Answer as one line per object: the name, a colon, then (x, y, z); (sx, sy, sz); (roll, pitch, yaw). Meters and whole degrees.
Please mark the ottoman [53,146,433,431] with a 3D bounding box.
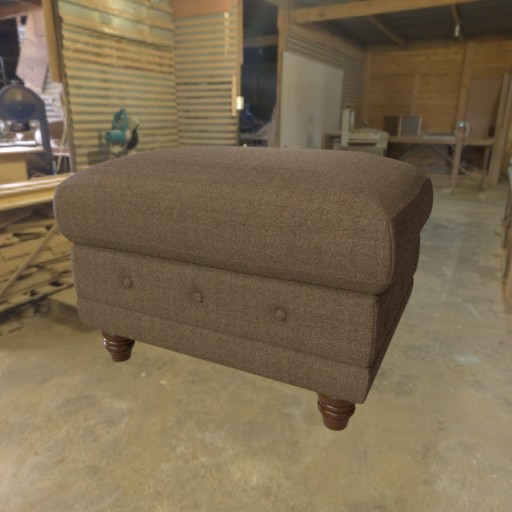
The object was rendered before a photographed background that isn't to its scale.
ottoman: (0.000, 0.000, 1.176); (0.809, 0.555, 0.599); (9, 20, 25)
